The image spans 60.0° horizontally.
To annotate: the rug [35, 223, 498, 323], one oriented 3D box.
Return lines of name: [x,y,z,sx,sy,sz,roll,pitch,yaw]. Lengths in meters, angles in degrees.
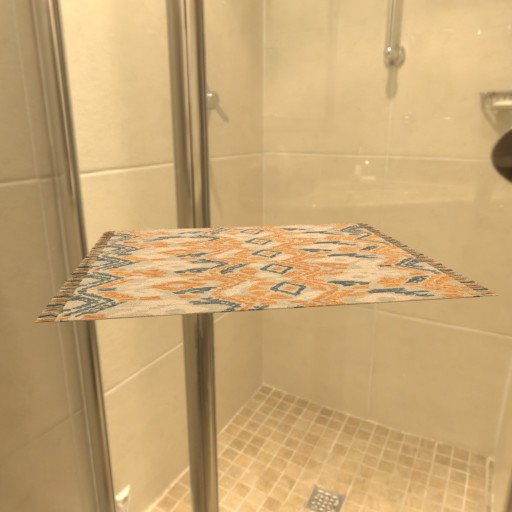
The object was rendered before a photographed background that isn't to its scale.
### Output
rug: [0.000,0.000,4.010,3.048,0.010,2.439,-2,16,-8]
